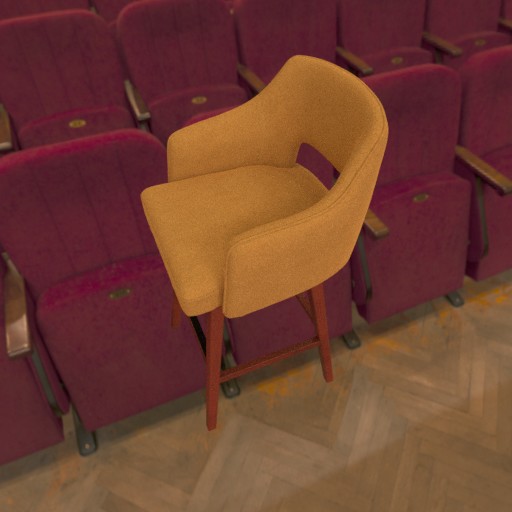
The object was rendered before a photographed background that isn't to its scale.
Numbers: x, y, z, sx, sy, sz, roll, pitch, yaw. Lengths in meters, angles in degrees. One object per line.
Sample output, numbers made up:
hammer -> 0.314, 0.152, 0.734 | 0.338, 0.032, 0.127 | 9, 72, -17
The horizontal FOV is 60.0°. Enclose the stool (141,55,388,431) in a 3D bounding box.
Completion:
stool -> 0.000, 0.000, 1.349 | 0.558, 1.012, 0.548 | -17, 48, -16
